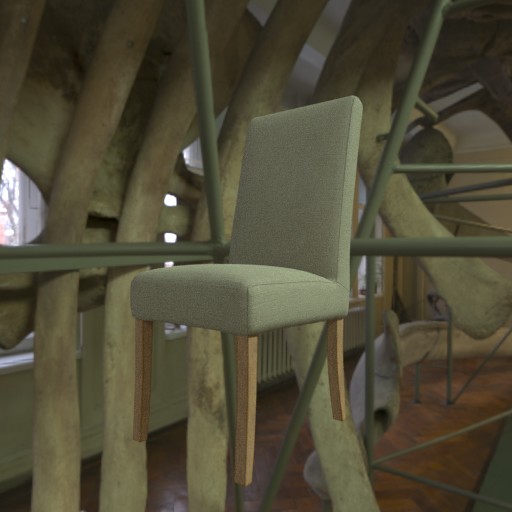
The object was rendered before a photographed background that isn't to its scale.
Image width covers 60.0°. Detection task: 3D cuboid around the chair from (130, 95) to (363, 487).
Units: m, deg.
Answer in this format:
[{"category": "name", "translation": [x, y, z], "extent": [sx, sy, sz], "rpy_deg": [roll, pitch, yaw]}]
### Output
[{"category": "chair", "translation": [0.000, 0.000, 1.356], "extent": [0.450, 1.033, 0.611], "rpy_deg": [1, 1, 38]}]
